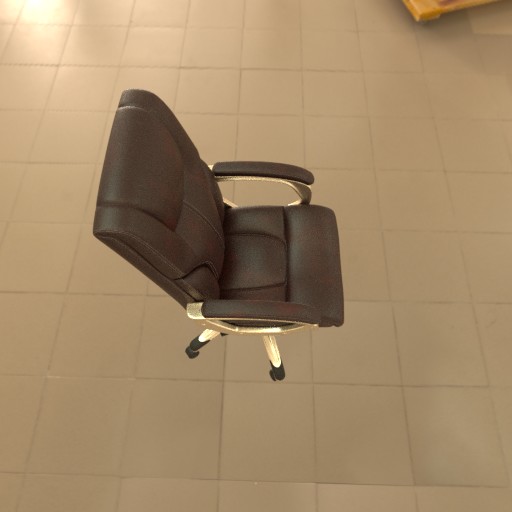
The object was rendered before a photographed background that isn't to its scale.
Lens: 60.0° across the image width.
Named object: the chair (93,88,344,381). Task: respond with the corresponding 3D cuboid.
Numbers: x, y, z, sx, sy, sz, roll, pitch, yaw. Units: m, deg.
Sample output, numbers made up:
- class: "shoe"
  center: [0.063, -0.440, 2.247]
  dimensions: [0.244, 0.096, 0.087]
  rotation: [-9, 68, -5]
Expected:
- class: "chair"
  center: [0.000, 0.000, 1.560]
  dimensions: [0.739, 1.107, 0.662]
  rotation: [1, 63, 0]
